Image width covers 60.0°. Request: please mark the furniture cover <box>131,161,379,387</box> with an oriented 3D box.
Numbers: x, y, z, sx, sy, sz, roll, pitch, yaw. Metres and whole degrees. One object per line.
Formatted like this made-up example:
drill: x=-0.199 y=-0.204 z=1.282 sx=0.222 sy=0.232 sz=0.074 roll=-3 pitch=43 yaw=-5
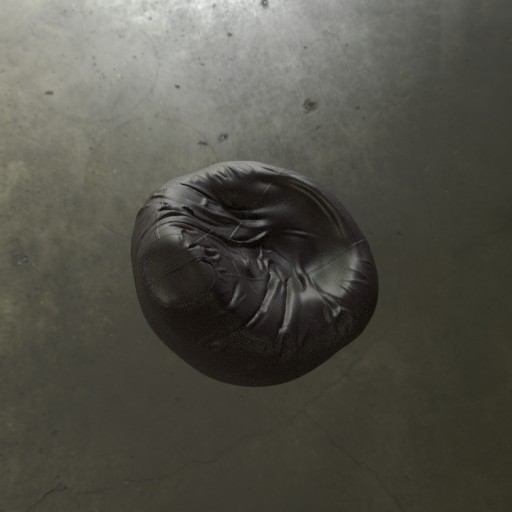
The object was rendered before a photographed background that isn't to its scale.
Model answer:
furniture cover: x=0.000 y=0.000 z=1.910 sx=1.070 sy=0.990 sz=1.070 roll=-34 pitch=78 yaw=-9
